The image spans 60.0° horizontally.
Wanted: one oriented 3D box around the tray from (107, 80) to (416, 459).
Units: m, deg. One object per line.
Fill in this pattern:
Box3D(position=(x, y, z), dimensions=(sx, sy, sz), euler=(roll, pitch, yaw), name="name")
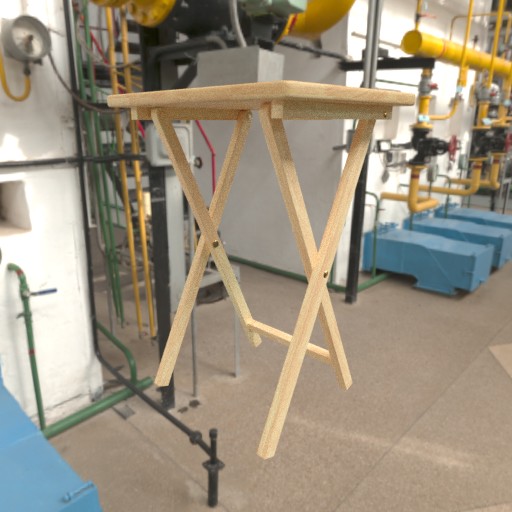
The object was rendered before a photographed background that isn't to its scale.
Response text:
Box3D(position=(0.000, 0.000, 0.962), dimensions=(0.483, 0.660, 0.381), euler=(16, 23, 42), name="tray")
